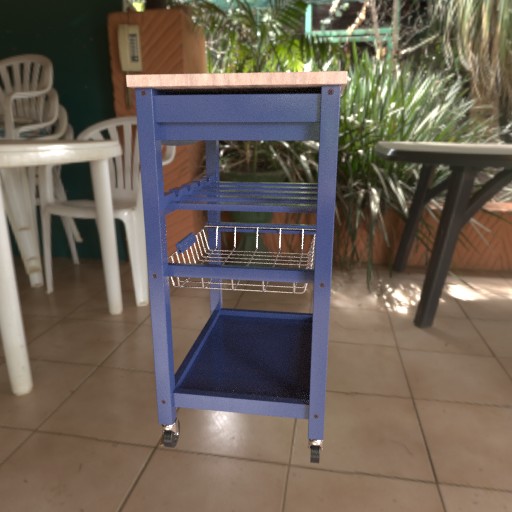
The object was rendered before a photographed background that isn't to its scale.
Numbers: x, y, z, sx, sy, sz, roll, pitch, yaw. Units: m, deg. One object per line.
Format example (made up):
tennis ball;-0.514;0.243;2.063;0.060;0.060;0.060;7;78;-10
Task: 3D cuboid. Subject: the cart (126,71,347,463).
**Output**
cart;0.000;0.000;1.176;0.403;0.839;0.584;2;16;8
